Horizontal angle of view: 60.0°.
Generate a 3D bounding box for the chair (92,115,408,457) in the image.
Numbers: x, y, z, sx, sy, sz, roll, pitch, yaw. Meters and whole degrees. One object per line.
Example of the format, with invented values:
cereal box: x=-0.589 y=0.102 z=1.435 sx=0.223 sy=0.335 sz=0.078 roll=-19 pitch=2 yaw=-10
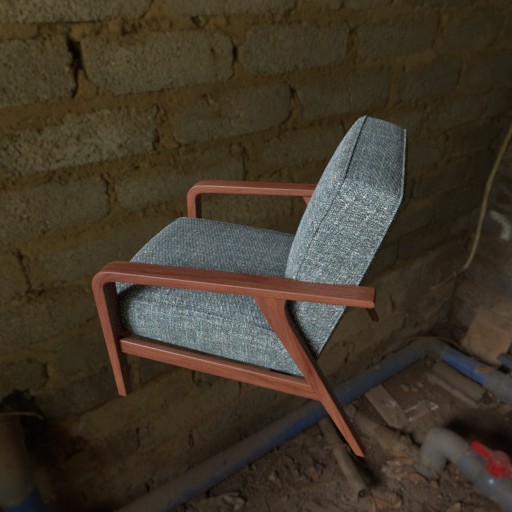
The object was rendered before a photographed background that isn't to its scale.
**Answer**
chair: x=0.000 y=0.000 z=1.495 sx=0.889 sy=0.864 sz=0.719 roll=9 pitch=32 yaw=14
